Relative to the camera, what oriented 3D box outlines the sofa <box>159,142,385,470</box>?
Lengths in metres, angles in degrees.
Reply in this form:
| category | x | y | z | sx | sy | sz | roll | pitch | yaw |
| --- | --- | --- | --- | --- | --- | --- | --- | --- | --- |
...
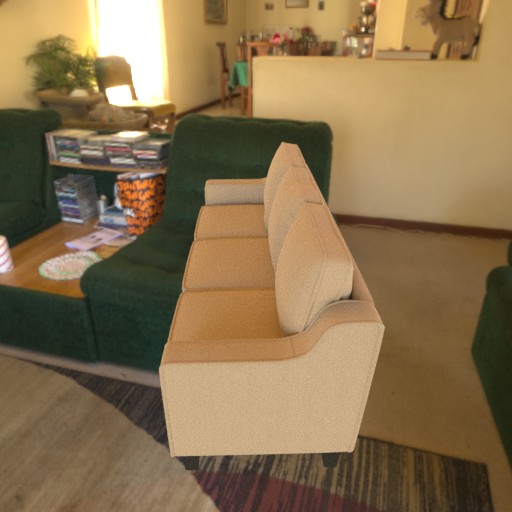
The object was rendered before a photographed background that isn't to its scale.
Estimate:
| category | x | y | z | sx | sy | sz | roll | pitch | yaw |
| --- | --- | --- | --- | --- | --- | --- | --- | --- | --- |
| sofa | 0.000 | 0.000 | 2.504 | 0.791 | 0.902 | 2.131 | -1 | 27 | -1 |
